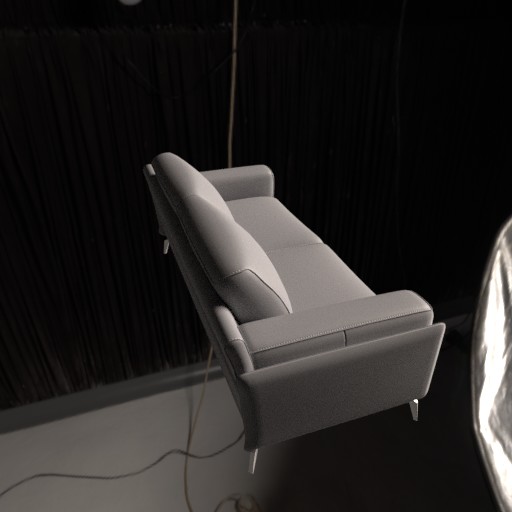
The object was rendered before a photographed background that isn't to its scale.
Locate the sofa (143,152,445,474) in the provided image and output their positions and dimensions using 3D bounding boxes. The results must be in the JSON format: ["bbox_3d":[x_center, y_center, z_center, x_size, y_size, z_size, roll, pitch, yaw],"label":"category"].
[{"bbox_3d":[0.000,0.000,2.619,0.969,0.900,2.100,-11,32,-18],"label":"sofa"}]
